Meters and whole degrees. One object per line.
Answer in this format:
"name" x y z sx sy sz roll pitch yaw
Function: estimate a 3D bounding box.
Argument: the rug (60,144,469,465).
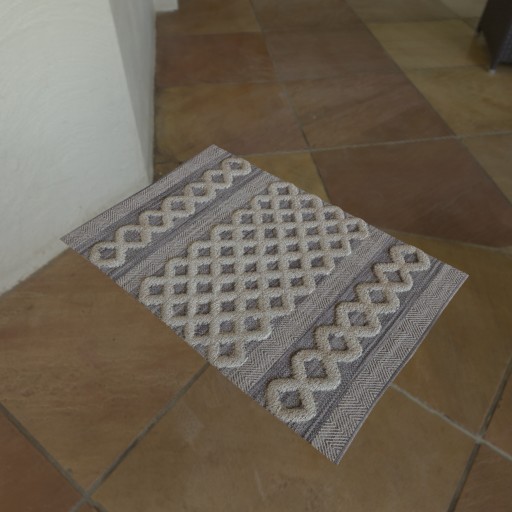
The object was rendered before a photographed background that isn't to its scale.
"rug" 0.000 0.000 2.350 1.823 0.030 1.222 32 55 26
